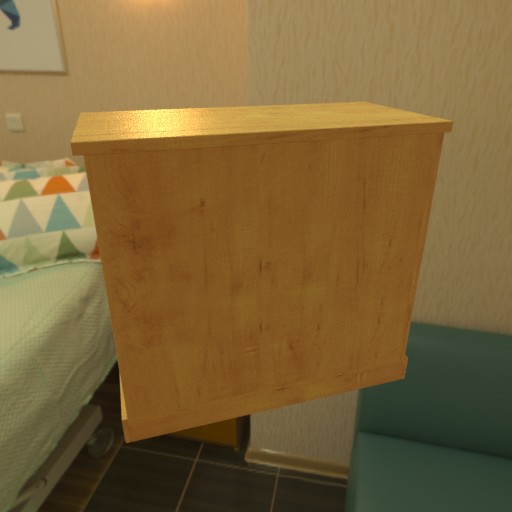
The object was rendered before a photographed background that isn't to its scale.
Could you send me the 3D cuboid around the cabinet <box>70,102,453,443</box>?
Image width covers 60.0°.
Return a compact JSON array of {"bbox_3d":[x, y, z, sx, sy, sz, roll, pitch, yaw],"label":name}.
[{"bbox_3d":[0.000,0.000,1.387,0.920,0.840,0.450,-8,27,-16],"label":"cabinet"}]
